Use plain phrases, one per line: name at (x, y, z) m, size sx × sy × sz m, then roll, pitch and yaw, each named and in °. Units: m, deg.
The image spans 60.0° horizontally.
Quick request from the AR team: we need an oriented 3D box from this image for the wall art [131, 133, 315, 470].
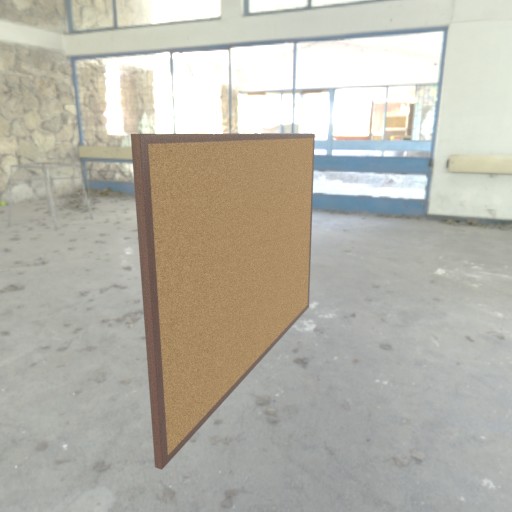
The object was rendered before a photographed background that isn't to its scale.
wall art at (0.000, 0.000, 0.853) m, size 0.014 × 0.455 × 0.660 m, roll 7°, pitch 17°, yaw 24°
